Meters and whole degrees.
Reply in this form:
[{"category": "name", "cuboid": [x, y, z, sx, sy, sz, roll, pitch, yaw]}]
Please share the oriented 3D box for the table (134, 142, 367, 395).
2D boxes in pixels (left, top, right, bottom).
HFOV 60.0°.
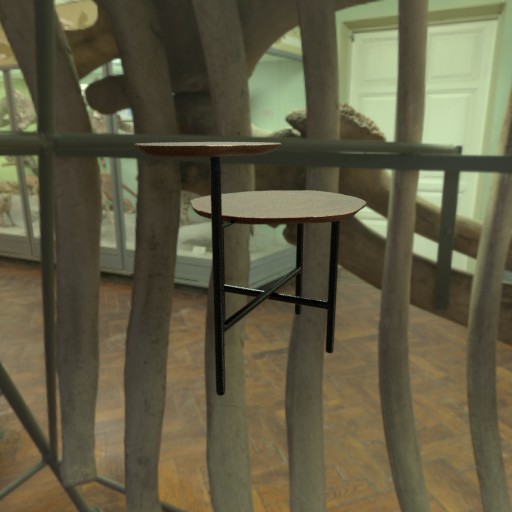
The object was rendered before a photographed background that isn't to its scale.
[{"category": "table", "cuboid": [0.000, 0.000, 1.079, 0.442, 0.538, 0.759, 7, 17, 25]}]
